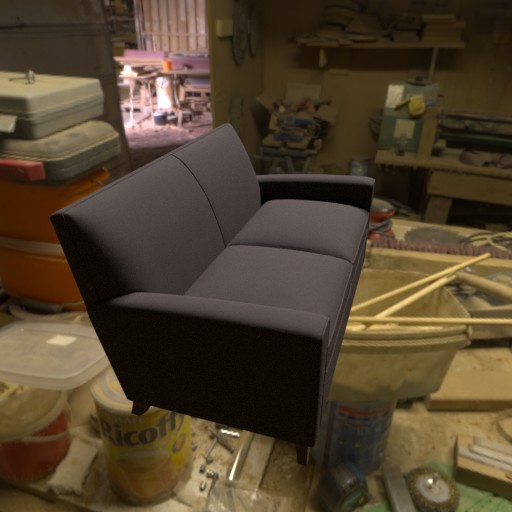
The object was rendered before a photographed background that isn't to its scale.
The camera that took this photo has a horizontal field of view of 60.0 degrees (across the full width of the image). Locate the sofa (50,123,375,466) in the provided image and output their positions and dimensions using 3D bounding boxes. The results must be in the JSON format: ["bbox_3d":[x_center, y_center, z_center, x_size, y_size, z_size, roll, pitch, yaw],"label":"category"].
[{"bbox_3d":[0.000,0.000,1.971,0.871,0.846,1.420,9,30,17],"label":"sofa"}]
